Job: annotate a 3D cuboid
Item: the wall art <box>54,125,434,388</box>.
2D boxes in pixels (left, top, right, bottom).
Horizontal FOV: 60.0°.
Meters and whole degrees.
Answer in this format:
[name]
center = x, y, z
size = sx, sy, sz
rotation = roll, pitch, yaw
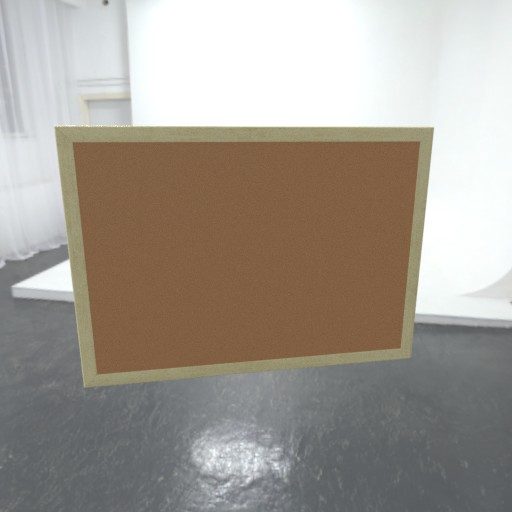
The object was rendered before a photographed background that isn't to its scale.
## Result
[wall art]
center = 0.000, 0.000, 0.679
size = 0.533, 0.381, 0.032
rotation = -3, 16, -10
